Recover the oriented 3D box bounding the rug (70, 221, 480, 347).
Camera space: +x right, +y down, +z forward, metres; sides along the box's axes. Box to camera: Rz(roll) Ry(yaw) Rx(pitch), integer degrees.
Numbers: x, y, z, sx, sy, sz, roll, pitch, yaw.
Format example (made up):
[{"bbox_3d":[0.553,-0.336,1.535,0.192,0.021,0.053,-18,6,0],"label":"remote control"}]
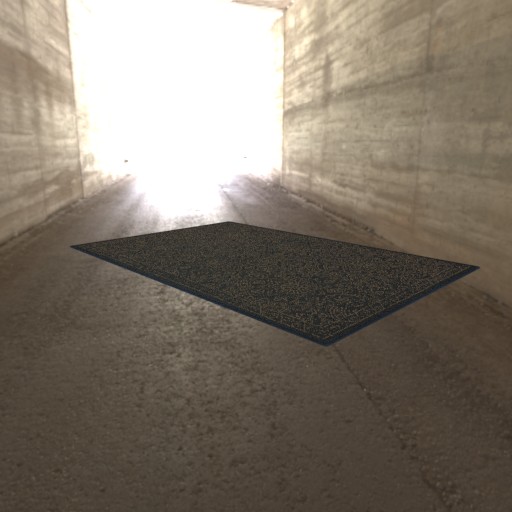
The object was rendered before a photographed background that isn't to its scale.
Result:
[{"bbox_3d":[0.000,0.000,2.336,1.219,0.010,1.829,-13,19,-43],"label":"rug"}]
